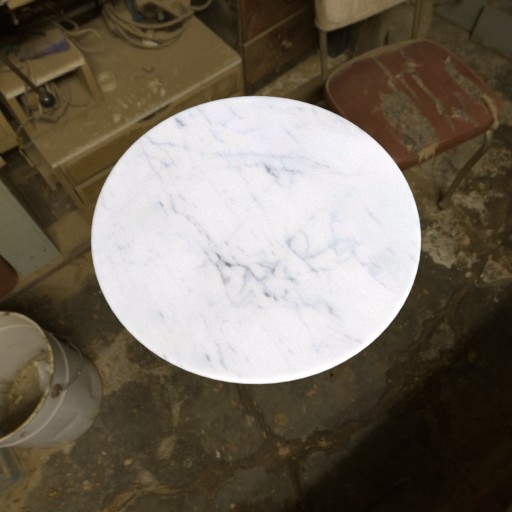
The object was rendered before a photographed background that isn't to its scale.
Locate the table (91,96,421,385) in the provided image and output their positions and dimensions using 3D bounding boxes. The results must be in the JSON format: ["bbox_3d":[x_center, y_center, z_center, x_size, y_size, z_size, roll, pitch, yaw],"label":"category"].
[{"bbox_3d":[0.000,0.000,1.286,0.800,0.450,0.800,0,64,0],"label":"table"}]
